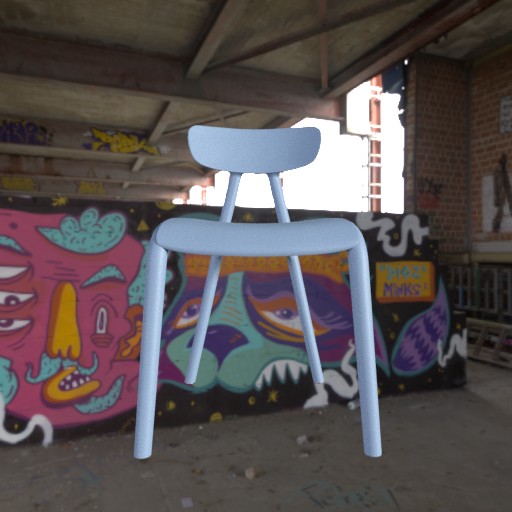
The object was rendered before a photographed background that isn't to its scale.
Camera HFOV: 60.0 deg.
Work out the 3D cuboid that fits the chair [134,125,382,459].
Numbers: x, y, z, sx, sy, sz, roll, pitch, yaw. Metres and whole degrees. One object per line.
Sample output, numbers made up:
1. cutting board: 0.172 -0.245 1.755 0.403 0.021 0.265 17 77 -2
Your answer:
1. chair: 0.000 0.000 0.829 0.356 0.580 0.401 0 0 -1
